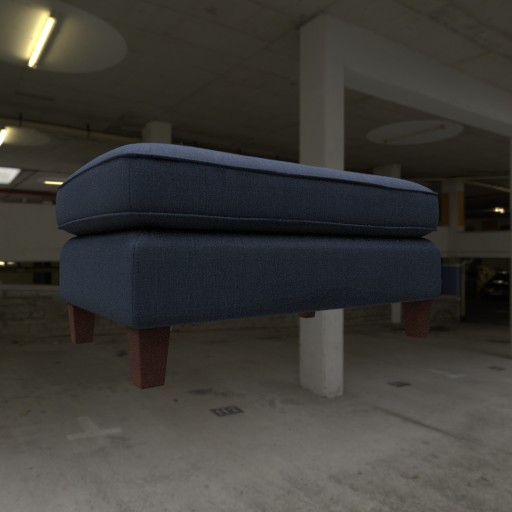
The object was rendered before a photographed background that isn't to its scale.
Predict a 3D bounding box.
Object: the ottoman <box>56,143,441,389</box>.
[{"bbox_3d":[0.000,0.000,1.158,0.885,0.438,0.570,0,0,-35],"label":"ottoman"}]
